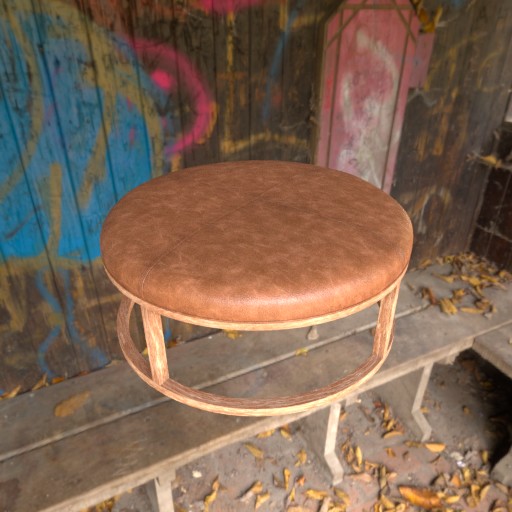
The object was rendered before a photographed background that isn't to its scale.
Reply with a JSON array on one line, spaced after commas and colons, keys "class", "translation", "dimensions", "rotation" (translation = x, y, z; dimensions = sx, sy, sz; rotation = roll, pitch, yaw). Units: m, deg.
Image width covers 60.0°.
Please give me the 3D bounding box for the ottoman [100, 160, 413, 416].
[{"class": "ottoman", "translation": [0.000, 0.000, 1.544], "dimensions": [1.006, 0.445, 1.006], "rotation": [0, 31, 0]}]
